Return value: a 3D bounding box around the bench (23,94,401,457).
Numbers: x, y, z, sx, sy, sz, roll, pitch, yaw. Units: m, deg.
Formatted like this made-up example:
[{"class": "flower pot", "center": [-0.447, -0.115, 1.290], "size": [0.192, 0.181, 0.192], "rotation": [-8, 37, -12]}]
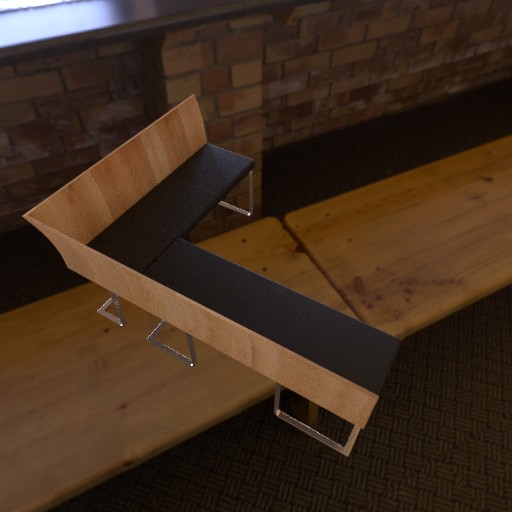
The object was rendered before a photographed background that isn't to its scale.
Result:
[{"class": "bench", "center": [0.000, 0.000, 2.747], "size": [1.945, 0.930, 1.495], "rotation": [24, 52, 20]}]
